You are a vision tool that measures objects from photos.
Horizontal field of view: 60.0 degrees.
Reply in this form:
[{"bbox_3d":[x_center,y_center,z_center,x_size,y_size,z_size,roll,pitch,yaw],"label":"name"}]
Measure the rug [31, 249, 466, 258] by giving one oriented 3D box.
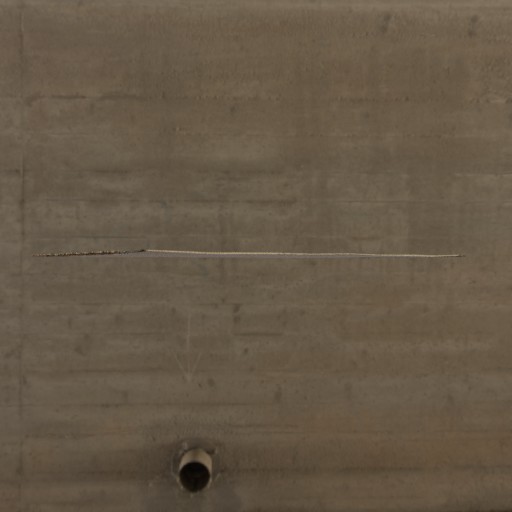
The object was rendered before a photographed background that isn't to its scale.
[{"bbox_3d":[0.000,0.000,2.240,1.861,0.017,1.218,0,-1,-37],"label":"rug"}]
